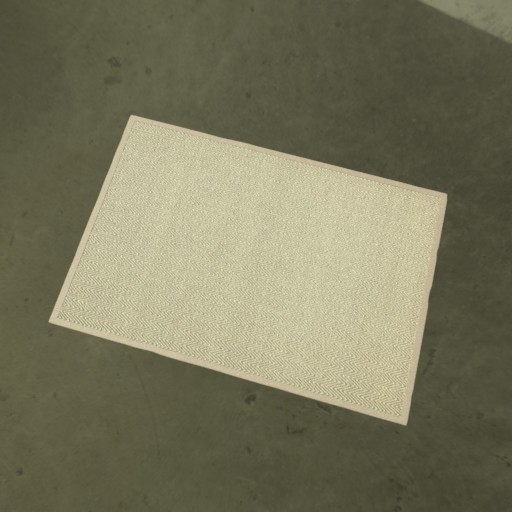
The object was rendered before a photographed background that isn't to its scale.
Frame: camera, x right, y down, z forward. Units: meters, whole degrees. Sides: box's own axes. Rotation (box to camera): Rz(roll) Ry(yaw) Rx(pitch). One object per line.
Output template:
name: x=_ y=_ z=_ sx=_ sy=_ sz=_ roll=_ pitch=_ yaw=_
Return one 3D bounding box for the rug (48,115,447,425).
rug: x=0.000 y=0.000 z=2.905 sx=2.290 sy=0.021 sz=1.540 roll=15 pitch=76 yaw=4
